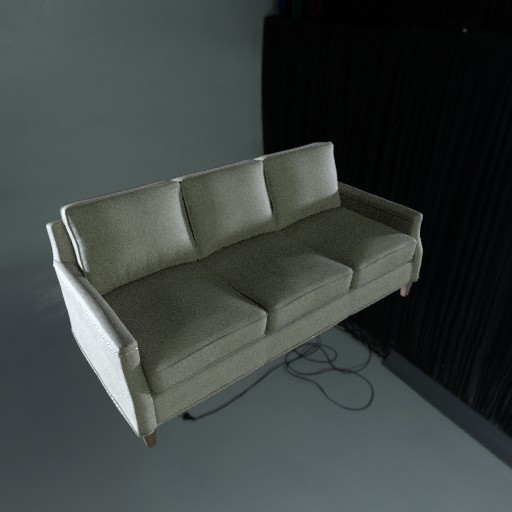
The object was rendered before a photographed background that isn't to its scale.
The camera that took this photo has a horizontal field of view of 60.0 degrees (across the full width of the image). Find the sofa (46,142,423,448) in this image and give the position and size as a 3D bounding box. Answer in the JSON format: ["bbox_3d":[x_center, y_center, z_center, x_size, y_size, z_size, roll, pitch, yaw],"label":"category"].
[{"bbox_3d":[0.000,0.000,2.862,2.246,1.003,1.084,-22,37,-32],"label":"sofa"}]
